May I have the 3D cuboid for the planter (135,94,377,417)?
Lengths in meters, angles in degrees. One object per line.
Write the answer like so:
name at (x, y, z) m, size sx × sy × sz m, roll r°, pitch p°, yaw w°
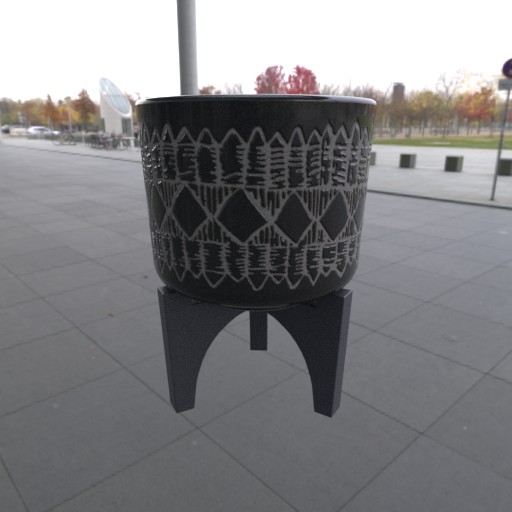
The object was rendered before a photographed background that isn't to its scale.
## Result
planter at (0.000, 0.000, 0.269) m, size 0.129 × 0.177 × 0.129 m, roll 0°, pitch 16°, yaw 0°
